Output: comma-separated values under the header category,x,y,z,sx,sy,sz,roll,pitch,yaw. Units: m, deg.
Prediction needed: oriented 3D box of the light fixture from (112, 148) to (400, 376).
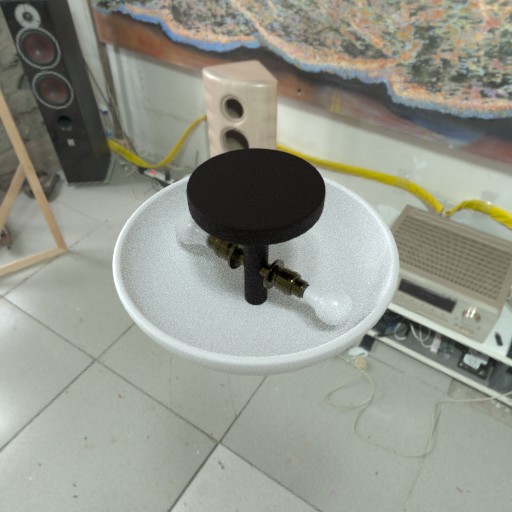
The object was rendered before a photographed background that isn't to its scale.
category,x,y,z,sx,sy,sz,roll,pitch,yaw
light fixture,0.000,0.000,0.539,0.331,0.212,0.331,0,44,0
